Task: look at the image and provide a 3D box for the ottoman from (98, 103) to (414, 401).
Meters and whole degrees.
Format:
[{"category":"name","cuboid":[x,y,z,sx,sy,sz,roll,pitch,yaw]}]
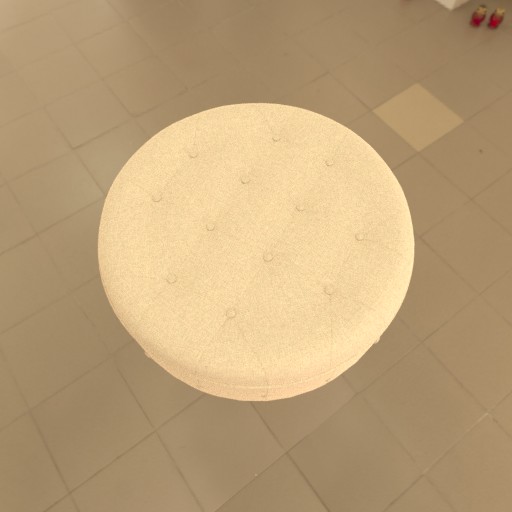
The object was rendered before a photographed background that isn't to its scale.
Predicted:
[{"category":"ottoman","cuboid":[0.000,0.000,1.354,0.848,0.494,0.848,0,64,0]}]
